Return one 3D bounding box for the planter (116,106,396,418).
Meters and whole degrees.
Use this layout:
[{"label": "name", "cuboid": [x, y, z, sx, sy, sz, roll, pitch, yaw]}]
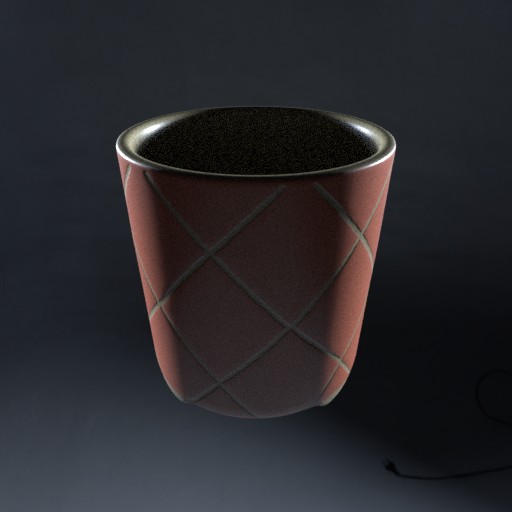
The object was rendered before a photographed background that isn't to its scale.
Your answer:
[{"label": "planter", "cuboid": [0.000, 0.000, 0.361, 0.191, 0.200, 0.191, 0, 30, 0]}]
